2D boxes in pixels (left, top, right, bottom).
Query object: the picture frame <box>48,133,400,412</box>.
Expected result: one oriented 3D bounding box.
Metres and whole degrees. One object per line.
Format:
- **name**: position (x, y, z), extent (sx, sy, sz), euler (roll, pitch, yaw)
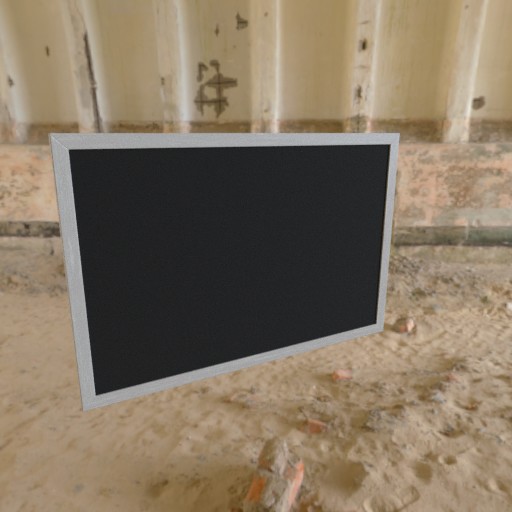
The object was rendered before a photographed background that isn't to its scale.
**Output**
- **picture frame**: position (0.000, 0.000, 1.198), extent (0.950, 0.640, 0.029), euler (-8, 17, -27)
